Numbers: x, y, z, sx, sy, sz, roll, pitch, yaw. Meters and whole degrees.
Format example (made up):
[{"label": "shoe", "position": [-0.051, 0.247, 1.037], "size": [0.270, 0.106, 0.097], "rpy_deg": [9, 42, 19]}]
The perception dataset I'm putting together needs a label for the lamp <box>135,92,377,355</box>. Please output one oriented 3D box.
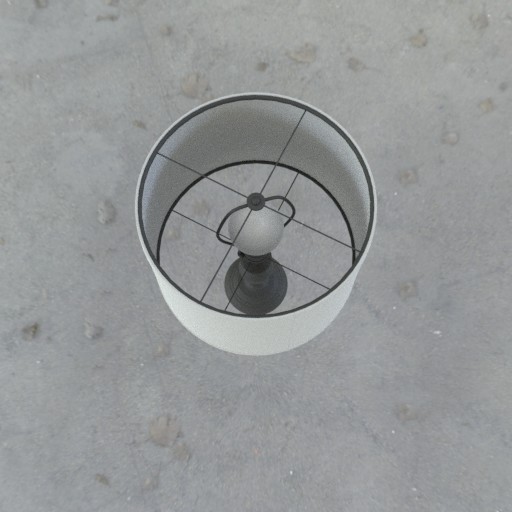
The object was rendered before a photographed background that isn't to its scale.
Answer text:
[{"label": "lamp", "position": [0.000, 0.000, 0.705], "size": [0.310, 0.501, 0.310], "rpy_deg": [0, 76, 0]}]
